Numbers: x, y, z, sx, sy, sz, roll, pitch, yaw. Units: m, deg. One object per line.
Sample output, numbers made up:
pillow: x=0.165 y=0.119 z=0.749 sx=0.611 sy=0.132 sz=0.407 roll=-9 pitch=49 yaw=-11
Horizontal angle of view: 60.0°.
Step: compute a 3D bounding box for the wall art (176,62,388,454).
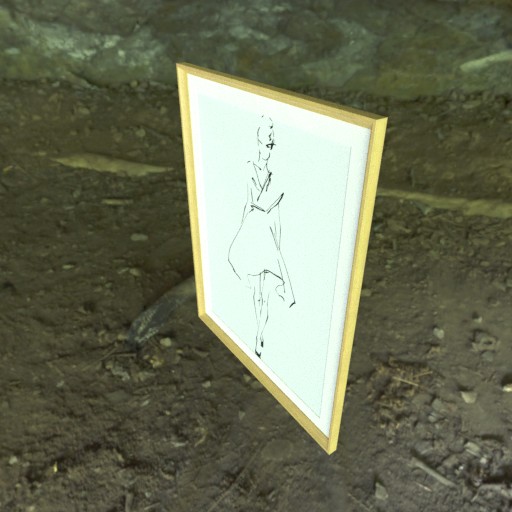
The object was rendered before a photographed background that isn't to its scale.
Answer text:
wall art: x=0.000 y=0.000 z=1.357 sx=0.030 sy=1.002 sz=0.798 roll=-21 pitch=38 yaw=-30
